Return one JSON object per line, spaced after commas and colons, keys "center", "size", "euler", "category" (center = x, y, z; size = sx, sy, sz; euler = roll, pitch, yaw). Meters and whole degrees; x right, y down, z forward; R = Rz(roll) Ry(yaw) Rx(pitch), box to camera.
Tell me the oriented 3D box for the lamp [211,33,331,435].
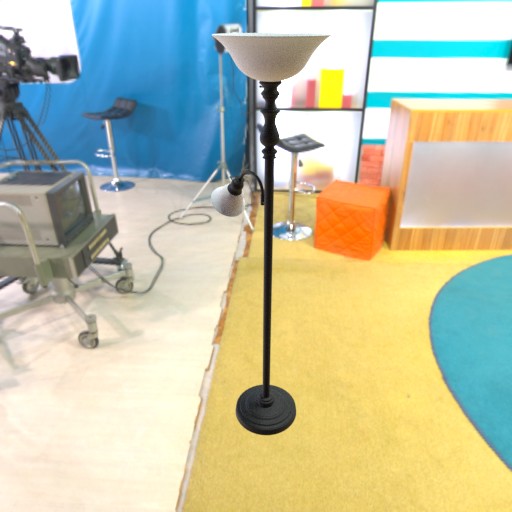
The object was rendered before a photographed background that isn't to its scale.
{"center": [0.000, 0.000, 2.000], "size": [0.405, 1.793, 0.588], "euler": [-18, 33, -30], "category": "lamp"}
